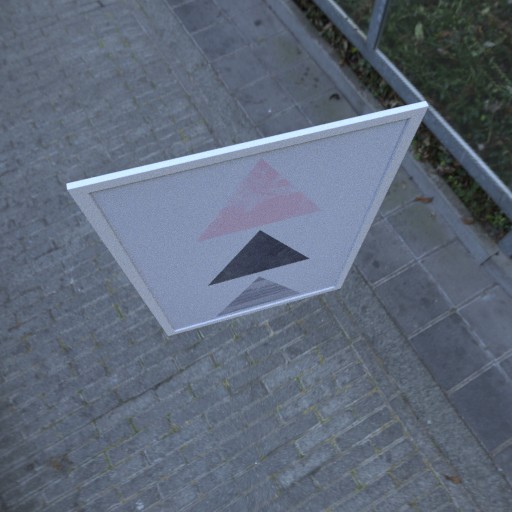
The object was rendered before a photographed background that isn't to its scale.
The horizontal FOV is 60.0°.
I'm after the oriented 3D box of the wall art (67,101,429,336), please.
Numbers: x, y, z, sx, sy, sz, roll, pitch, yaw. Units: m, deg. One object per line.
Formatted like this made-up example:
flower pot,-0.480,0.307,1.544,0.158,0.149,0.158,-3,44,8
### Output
wall art,0.000,0.000,1.205,0.659,0.940,0.013,-15,66,-7
